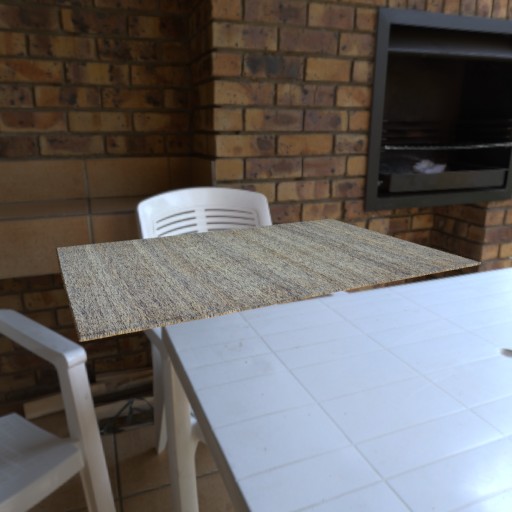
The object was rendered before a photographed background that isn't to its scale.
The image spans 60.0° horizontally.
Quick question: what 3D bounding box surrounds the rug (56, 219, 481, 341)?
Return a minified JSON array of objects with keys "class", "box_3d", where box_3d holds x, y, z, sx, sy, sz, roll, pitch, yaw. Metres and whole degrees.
[{"class":"rug","box_3d":[0.000,0.000,2.291,1.846,0.014,1.243,-8,18,-25]}]
